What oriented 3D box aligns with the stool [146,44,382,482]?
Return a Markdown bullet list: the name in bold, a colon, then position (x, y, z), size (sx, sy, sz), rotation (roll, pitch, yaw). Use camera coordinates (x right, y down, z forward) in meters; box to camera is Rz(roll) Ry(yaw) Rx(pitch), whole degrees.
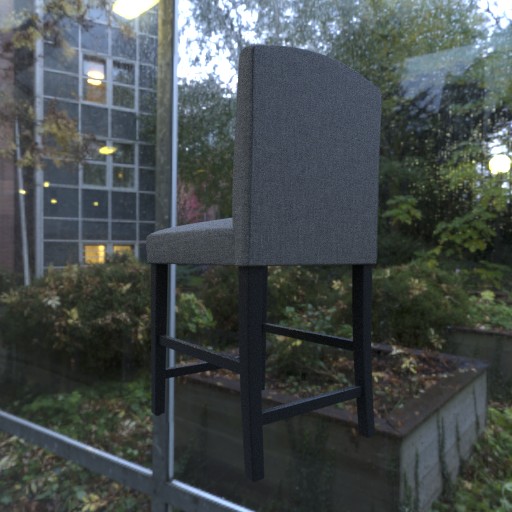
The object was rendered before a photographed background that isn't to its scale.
- **stool**: position (0.000, 0.000, 1.273), size (0.451, 0.966, 0.552), rotation (0, 0, -37)
